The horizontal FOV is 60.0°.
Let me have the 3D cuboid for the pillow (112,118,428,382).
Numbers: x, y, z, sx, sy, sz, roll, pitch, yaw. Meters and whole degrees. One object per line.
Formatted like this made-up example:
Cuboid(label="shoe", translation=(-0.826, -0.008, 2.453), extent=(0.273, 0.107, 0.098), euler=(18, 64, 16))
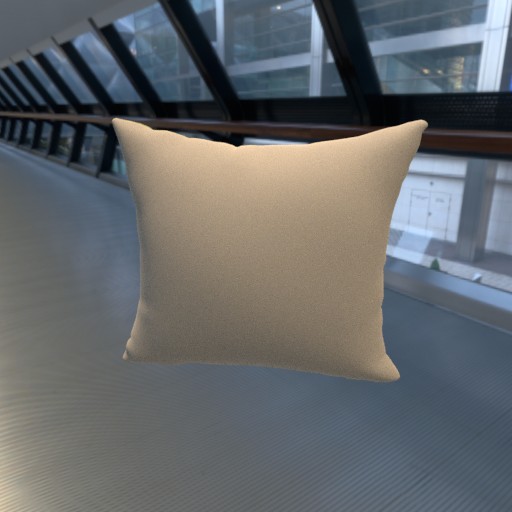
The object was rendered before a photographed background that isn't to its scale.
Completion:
Cuboid(label="pillow", translation=(0.000, 0.000, 0.819), extent=(0.560, 0.487, 0.229), euler=(2, 17, 7))
